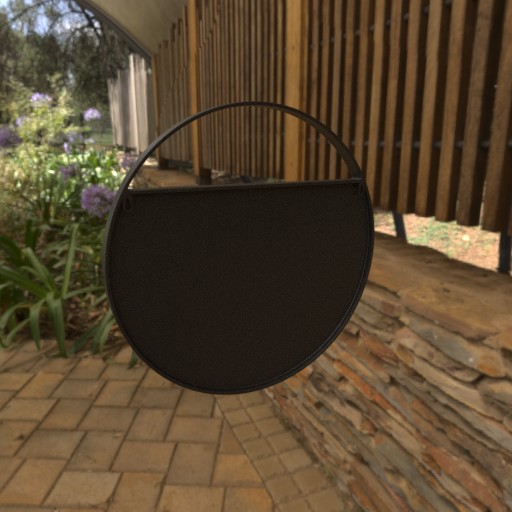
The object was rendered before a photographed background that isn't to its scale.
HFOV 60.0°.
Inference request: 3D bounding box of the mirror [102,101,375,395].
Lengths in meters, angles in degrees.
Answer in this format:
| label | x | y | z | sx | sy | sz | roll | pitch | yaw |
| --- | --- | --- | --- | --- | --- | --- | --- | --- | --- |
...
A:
| label | x | y | z | sx | sy | sz | roll | pitch | yaw |
| --- | --- | --- | --- | --- | --- | --- | --- | --- | --- |
| mirror | 0.000 | 0.000 | 0.858 | 0.565 | 0.565 | 0.032 | -7 | 16 | -26 |
